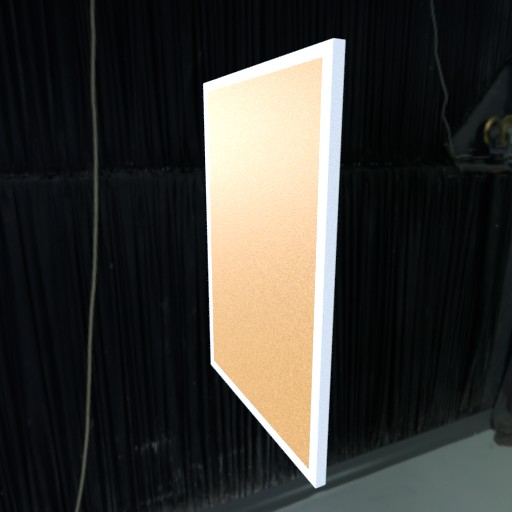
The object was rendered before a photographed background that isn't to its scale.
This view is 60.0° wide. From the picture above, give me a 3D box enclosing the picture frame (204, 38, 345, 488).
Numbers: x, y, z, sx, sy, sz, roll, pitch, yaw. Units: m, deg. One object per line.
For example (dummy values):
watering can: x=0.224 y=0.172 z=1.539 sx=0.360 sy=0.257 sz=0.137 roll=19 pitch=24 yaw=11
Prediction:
picture frame: x=0.000 y=0.000 z=0.548 sx=0.013 sy=0.434 sz=0.305 roll=-7 pitch=16 yaw=-26
